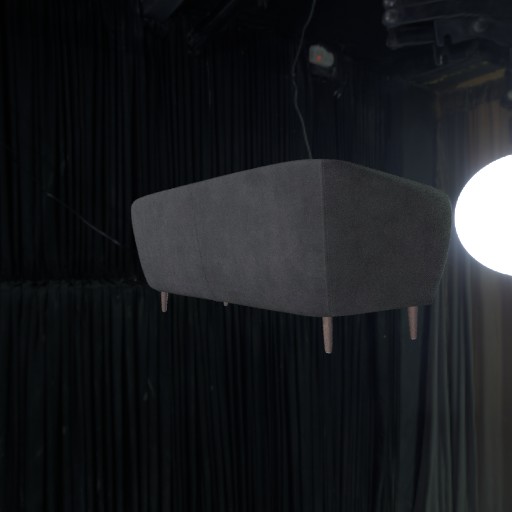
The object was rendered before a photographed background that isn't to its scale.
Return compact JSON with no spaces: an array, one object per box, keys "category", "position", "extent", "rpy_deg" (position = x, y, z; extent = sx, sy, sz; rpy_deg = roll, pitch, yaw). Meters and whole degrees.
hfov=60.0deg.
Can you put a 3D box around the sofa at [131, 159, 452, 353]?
[{"category":"sofa","position":[0.000,0.000,2.873],"extent":[0.956,0.875,2.296],"rpy_deg":[0,1,-37]}]
